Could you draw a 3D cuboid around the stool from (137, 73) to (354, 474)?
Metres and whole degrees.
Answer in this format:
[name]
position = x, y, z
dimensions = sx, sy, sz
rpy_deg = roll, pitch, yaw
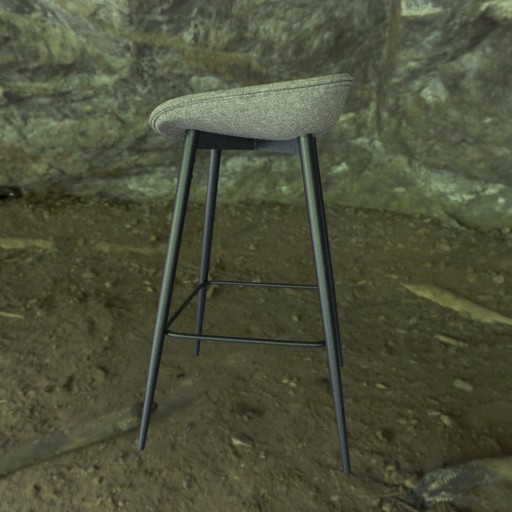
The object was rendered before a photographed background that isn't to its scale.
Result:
[stool]
position = 0.000, 0.000, 1.092
dimensions = 0.480, 0.814, 0.469
rpy_deg = 2, 15, 9
